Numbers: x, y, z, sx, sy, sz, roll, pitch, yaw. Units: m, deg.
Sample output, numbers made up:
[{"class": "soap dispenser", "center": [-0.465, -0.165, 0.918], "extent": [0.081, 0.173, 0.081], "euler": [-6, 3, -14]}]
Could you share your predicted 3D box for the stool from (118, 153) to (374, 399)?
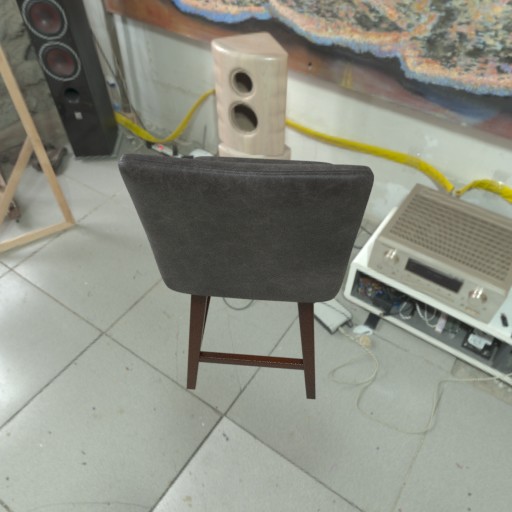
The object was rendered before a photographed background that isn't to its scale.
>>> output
[{"class": "stool", "center": [0.000, 0.000, 1.357], "extent": [0.492, 1.046, 0.587], "euler": [4, 48, 3]}]
